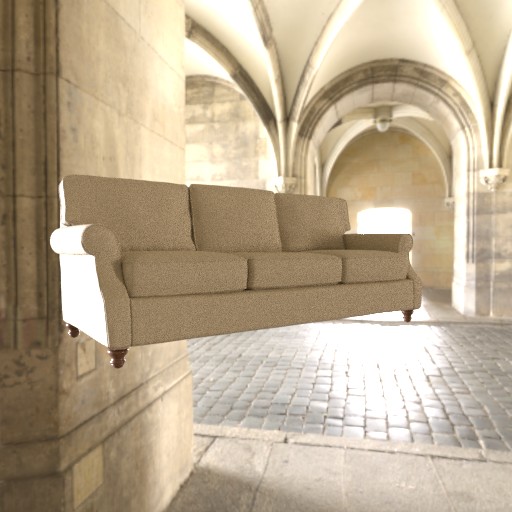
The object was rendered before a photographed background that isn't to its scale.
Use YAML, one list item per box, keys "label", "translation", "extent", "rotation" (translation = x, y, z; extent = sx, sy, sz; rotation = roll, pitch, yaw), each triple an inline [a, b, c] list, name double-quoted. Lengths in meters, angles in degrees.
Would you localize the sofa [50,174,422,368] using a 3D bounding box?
- label: "sofa"
  translation: [0.000, 0.000, 2.856]
  extent: [2.354, 0.948, 0.966]
  rotation: [-1, 1, -35]
